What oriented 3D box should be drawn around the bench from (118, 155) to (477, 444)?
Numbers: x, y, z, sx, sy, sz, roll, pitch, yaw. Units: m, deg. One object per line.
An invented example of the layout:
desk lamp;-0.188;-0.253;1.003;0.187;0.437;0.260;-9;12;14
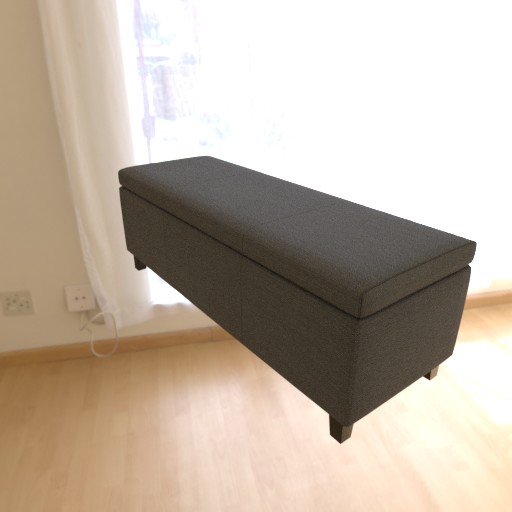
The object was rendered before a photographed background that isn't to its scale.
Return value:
bench;0.000;0.000;1.503;0.446;0.438;1.269;-18;30;-33
